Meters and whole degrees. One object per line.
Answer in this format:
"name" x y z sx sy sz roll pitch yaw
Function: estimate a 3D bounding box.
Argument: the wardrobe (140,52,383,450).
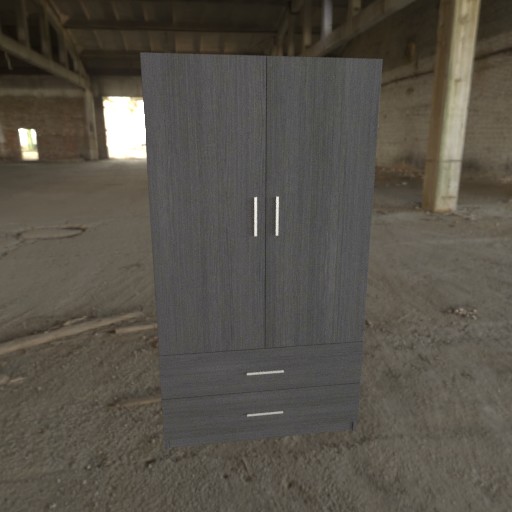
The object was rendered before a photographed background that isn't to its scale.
"wardrobe" 0.000 0.000 2.270 0.991 1.808 0.577 -2 15 -8
